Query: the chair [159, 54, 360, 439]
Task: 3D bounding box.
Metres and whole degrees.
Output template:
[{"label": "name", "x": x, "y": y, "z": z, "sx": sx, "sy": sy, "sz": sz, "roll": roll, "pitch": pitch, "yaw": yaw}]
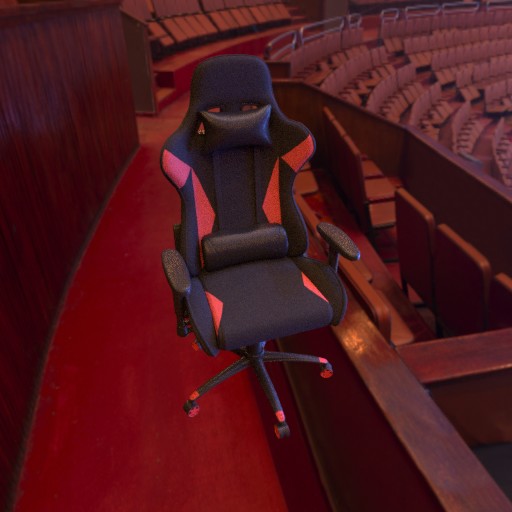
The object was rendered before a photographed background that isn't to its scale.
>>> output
[{"label": "chair", "x": 0.000, "y": 0.000, "z": 1.661, "sx": 0.695, "sy": 1.326, "sz": 0.658, "roll": -11, "pitch": 33, "yaw": -17}]
